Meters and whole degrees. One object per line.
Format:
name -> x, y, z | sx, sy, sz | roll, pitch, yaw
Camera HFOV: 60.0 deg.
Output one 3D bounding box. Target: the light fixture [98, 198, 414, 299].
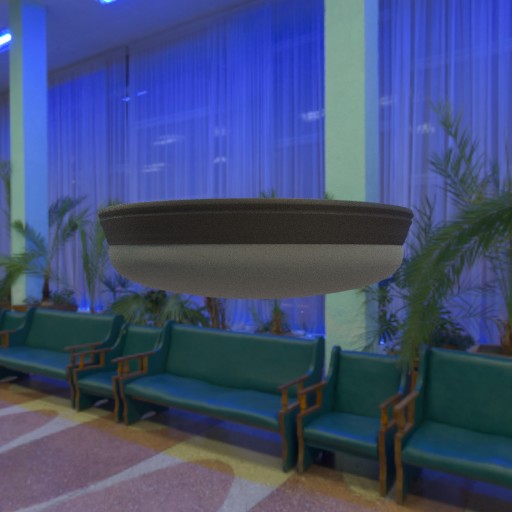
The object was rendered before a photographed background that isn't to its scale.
light fixture -> 0.000, 0.000, 0.549 | 0.368, 0.100, 0.368 | 0, 1, 0
